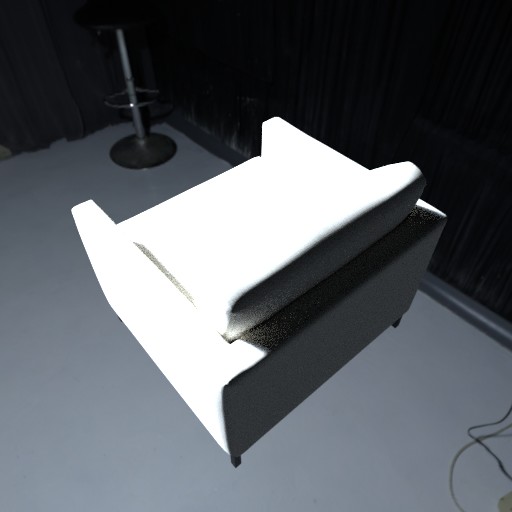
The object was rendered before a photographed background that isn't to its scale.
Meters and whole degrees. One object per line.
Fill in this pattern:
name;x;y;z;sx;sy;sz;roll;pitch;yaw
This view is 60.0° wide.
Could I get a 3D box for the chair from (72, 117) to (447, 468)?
chair;0.000;0.000;1.628;0.964;0.806;0.875;-32;54;-27
